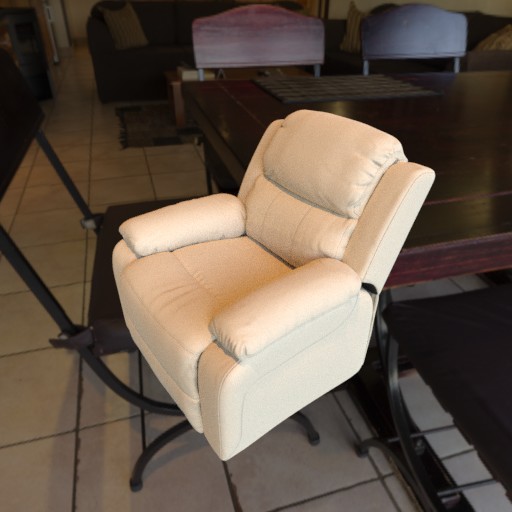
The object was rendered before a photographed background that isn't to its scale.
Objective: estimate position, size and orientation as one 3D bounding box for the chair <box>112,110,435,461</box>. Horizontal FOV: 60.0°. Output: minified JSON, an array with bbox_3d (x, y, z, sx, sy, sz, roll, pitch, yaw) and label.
[{"bbox_3d":[0.000,0.000,1.277,0.709,0.702,0.680,-20,37,-30],"label":"chair"}]
